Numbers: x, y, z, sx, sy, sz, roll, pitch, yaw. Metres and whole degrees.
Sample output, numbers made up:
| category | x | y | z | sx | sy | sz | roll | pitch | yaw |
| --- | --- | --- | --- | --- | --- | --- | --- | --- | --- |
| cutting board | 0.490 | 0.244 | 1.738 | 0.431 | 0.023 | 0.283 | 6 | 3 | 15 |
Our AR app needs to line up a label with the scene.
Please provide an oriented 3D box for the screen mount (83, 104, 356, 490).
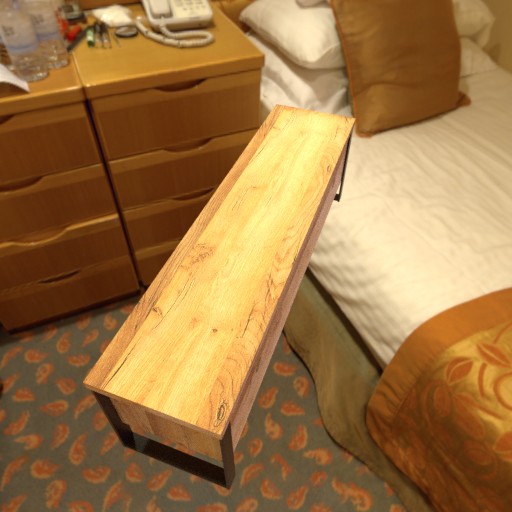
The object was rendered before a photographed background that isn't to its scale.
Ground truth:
| category | x | y | z | sx | sy | sz | roll | pitch | yaw |
| --- | --- | --- | --- | --- | --- | --- | --- | --- | --- |
| screen mount | 0.000 | 0.000 | 1.727 | 0.395 | 0.450 | 1.524 | 15 | 48 | 14 |
